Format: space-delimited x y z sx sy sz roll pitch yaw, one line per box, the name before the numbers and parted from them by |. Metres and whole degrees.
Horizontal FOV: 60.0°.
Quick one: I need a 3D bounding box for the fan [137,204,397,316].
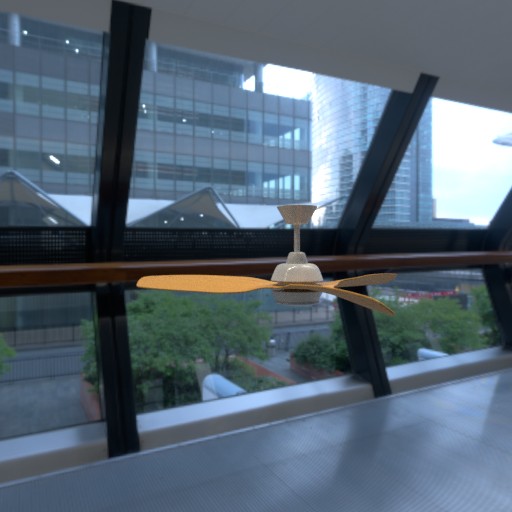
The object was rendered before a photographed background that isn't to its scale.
fan | 0.000 0.000 1.630 1.010 0.355 1.142 0 1 17
